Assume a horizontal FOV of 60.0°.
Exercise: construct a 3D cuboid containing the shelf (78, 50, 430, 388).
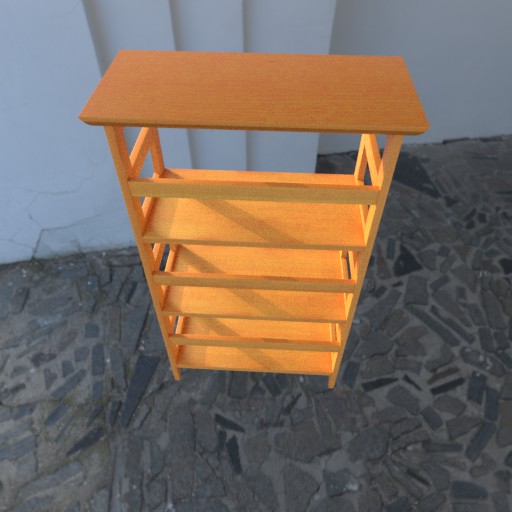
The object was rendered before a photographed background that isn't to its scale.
[{"bbox_3d":[0.000,0.000,1.323,0.660,1.067,0.305,2,47,2],"label":"shelf"}]
